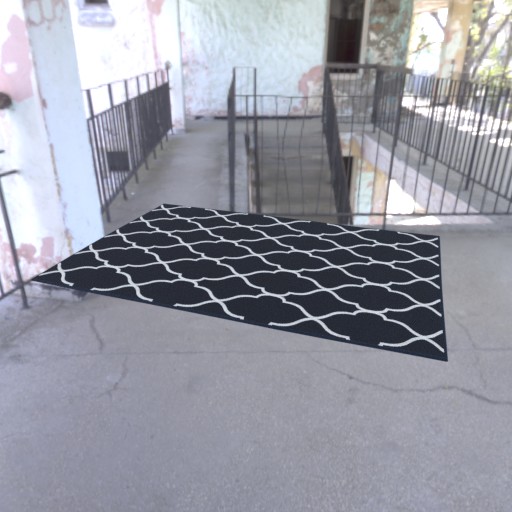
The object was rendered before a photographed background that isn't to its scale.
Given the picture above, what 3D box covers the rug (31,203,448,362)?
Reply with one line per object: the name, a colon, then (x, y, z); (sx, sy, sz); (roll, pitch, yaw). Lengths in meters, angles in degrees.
rug: (0.000, 0.000, 2.906); (2.290, 0.014, 1.526); (8, 26, 18)
